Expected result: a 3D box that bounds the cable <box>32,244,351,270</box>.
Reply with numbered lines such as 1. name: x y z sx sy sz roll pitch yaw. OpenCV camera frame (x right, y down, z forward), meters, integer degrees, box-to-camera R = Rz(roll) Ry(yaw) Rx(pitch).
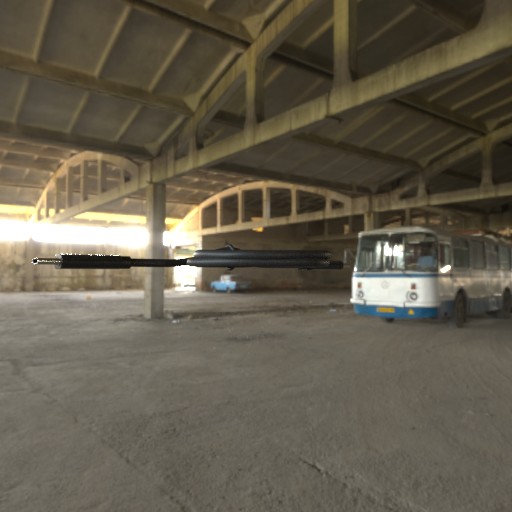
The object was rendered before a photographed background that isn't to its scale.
1. cable: 0.000 0.000 0.216 0.186 0.014 0.070 2 -3 -37
